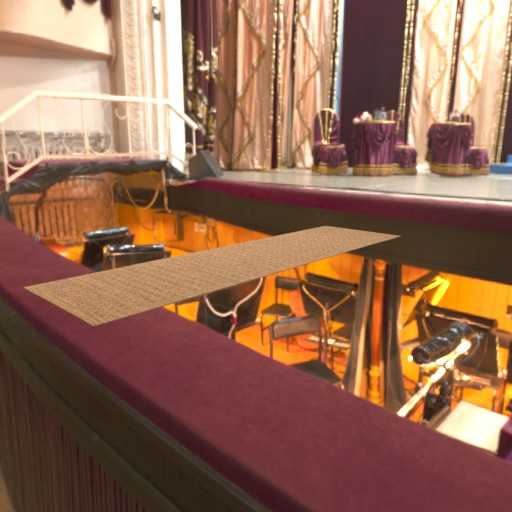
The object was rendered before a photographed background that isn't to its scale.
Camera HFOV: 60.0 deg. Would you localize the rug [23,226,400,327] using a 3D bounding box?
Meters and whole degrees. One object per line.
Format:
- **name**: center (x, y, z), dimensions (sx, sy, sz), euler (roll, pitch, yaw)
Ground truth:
- **rug**: center (0.000, 0.000, 2.702), dimensions (0.688, 0.005, 2.437), euler (12, 18, 42)
